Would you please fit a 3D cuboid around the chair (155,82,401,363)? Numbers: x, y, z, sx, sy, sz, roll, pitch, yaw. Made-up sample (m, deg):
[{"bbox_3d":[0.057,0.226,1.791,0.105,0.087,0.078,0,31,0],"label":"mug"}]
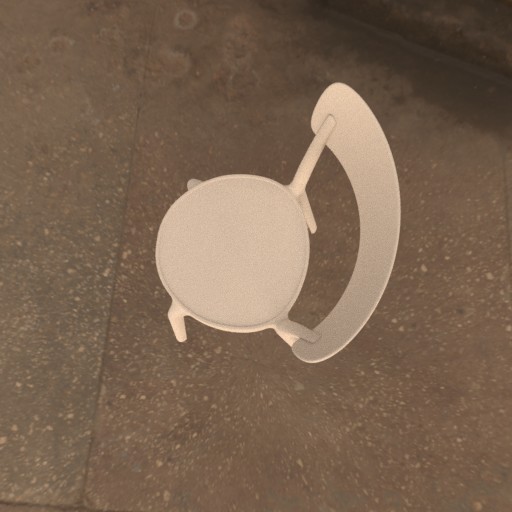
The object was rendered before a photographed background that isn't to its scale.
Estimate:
[{"bbox_3d":[0.000,0.000,1.134,0.491,0.790,0.506,6,77,1],"label":"chair"}]
